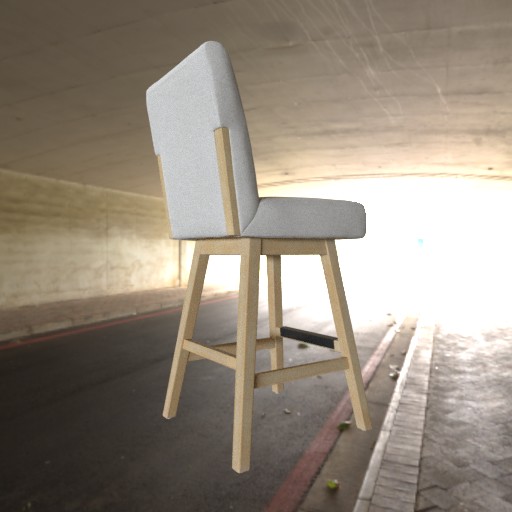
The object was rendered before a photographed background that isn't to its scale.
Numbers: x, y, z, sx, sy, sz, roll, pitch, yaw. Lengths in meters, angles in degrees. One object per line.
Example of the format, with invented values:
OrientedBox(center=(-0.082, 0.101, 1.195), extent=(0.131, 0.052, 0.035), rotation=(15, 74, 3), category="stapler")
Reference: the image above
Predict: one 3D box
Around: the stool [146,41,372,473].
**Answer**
OrientedBox(center=(0.000, 0.000, 1.322), extent=(0.543, 1.015, 0.446), rotation=(0, 1, -35), category="stool")
